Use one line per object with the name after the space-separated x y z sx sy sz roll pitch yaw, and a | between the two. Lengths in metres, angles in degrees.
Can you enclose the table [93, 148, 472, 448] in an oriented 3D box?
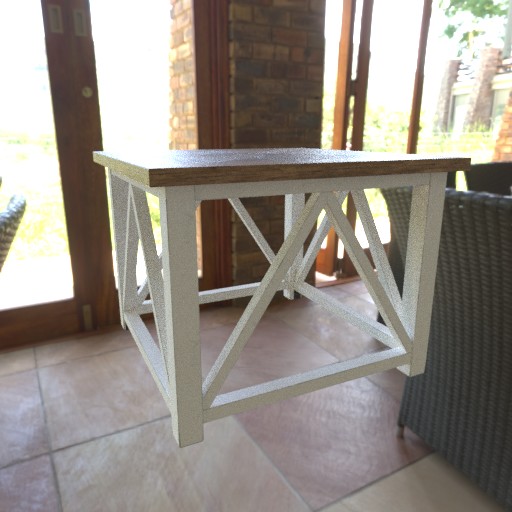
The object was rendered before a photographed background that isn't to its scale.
0.000 0.000 1.187 0.700 0.532 0.700 -7 17 -25 | table
